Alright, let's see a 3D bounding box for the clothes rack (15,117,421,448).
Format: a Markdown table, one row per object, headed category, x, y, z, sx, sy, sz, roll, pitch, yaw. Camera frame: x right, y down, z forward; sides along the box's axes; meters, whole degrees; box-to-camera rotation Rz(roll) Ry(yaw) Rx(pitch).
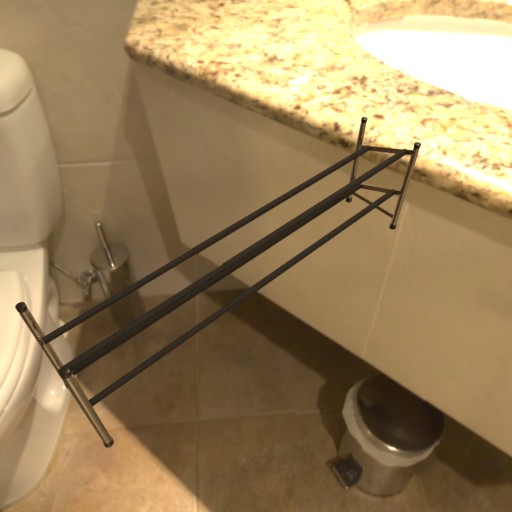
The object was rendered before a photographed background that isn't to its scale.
| category | x | y | z | sx | sy | sz | roll | pitch | yaw |
| --- | --- | --- | --- | --- | --- | --- | --- | --- | --- |
| clothes rack | 0.000 | 0.000 | 1.265 | 1.168 | 0.349 | 0.229 | -33 | 55 | -27 |
